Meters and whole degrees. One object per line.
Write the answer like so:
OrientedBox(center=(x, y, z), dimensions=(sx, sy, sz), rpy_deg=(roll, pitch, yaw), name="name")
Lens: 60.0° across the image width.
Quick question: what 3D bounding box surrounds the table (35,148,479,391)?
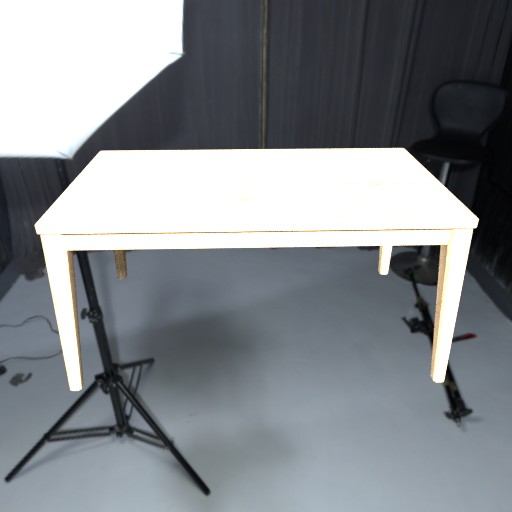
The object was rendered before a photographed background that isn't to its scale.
OrientedBox(center=(0.000, 0.000, 2.082), dimensions=(1.600, 0.760, 0.900), rpy_deg=(-1, 31, -2), name="table")
